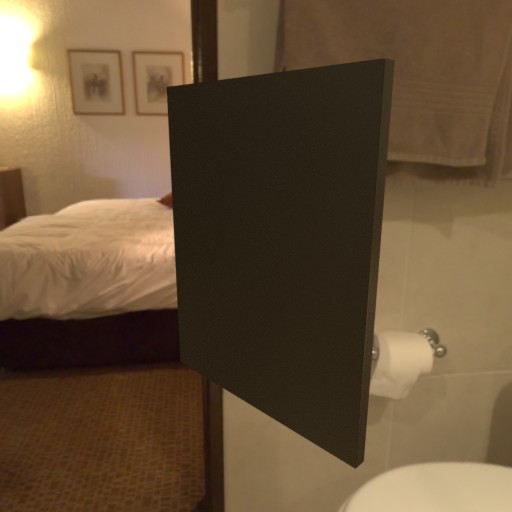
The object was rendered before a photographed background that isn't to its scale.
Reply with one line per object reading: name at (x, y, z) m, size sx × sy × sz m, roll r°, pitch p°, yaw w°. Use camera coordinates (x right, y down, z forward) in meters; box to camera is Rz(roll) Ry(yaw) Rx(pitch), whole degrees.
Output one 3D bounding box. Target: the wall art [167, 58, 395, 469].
wall art at (0.000, 0.000, 1.579) m, size 0.053 × 1.194 × 0.950 m, roll -14°, pitch 21°, yaw -42°
